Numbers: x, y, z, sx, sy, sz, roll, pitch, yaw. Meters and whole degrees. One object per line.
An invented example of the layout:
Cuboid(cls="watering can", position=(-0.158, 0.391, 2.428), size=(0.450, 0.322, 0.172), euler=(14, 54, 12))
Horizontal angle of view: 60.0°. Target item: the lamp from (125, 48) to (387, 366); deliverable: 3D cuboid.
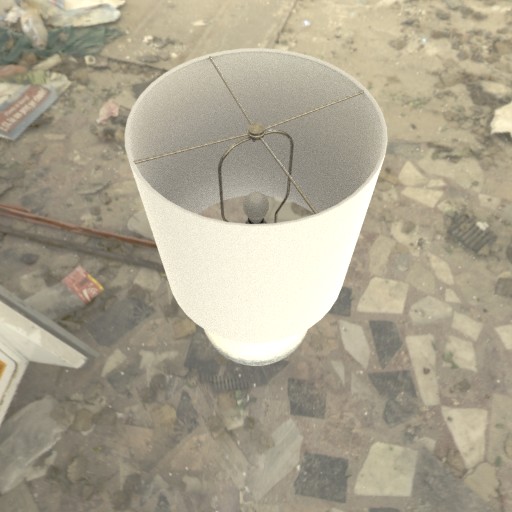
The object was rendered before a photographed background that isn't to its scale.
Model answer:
Cuboid(cls="lamp", position=(0.000, 0.000, 0.538), size=(0.216, 0.404, 0.216), euler=(31, 62, 18))
